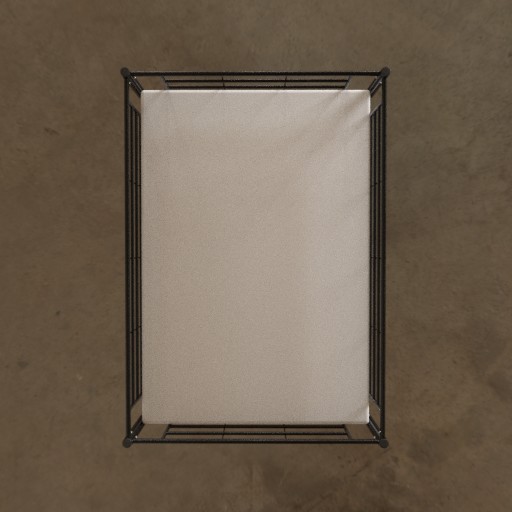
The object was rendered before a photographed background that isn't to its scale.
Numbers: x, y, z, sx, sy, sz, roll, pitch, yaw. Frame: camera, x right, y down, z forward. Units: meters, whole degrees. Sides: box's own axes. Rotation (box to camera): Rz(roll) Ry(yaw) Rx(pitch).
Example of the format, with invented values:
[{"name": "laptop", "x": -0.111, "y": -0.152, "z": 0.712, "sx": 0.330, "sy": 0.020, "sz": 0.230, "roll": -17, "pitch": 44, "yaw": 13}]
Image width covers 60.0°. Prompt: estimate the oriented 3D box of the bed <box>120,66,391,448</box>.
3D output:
[{"name": "bed", "x": 0.000, "y": 0.000, "z": 3.204, "sx": 1.397, "sy": 1.803, "sz": 1.994, "roll": 0, "pitch": 91, "yaw": 0}]
